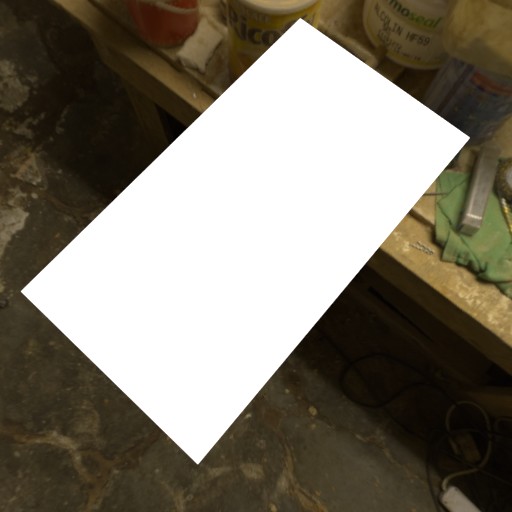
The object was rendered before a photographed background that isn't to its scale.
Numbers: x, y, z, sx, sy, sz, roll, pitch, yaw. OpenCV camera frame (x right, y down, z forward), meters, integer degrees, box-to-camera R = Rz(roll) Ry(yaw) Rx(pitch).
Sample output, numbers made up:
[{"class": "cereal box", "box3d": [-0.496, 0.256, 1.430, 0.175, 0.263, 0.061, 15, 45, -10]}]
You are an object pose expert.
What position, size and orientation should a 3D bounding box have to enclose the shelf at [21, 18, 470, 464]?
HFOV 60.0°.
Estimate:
[{"class": "shelf", "box3d": [0.000, 0.000, 1.319, 0.498, 0.750, 0.902, 40, 79, 10]}]
